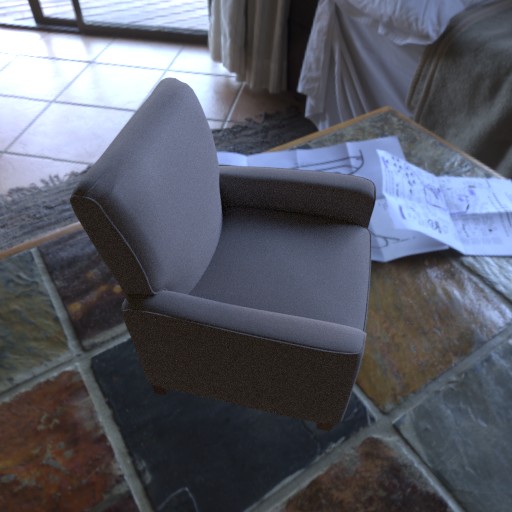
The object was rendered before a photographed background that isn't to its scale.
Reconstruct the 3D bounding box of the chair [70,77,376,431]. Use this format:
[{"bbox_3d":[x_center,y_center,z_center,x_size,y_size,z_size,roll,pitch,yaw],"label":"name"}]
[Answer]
[{"bbox_3d":[0.000,0.000,1.634,0.859,1.023,0.845,9,48,9],"label":"chair"}]
